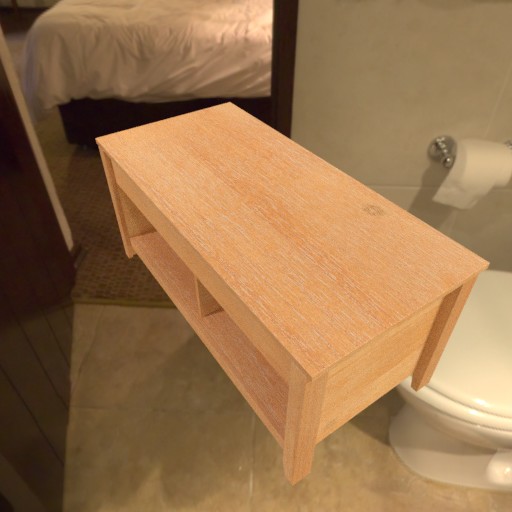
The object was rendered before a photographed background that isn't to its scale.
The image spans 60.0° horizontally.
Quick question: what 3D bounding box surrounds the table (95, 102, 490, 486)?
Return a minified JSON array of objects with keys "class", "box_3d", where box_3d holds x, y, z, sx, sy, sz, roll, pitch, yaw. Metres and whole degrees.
[{"class":"table","box_3d":[0.000,0.000,1.284,0.483,0.457,1.016,-25,47,-25]}]
